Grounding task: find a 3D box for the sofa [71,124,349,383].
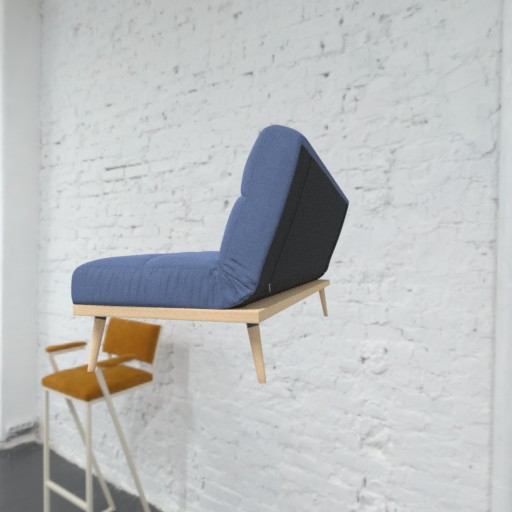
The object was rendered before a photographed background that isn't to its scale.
[{"bbox_3d":[0.000,0.000,2.240,0.796,0.800,1.800,0,0,16],"label":"sofa"}]
